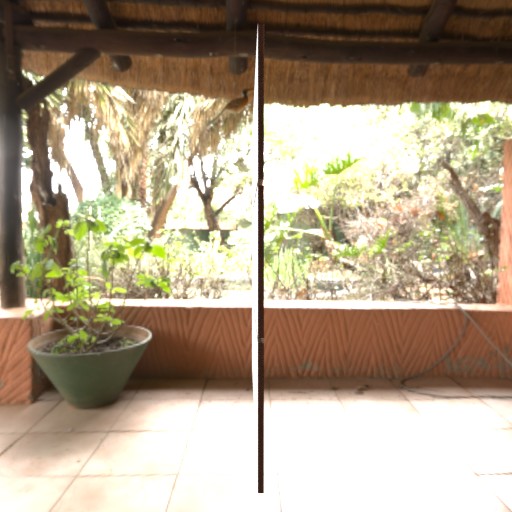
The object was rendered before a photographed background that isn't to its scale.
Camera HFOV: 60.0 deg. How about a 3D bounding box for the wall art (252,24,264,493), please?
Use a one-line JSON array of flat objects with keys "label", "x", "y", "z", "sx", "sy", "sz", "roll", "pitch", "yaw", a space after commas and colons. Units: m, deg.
[{"label": "wall art", "x": 0.000, "y": 0.000, "z": 1.802, "sx": 0.017, "sy": 1.246, "sz": 1.256, "roll": 0, "pitch": 1, "yaw": -1}]
